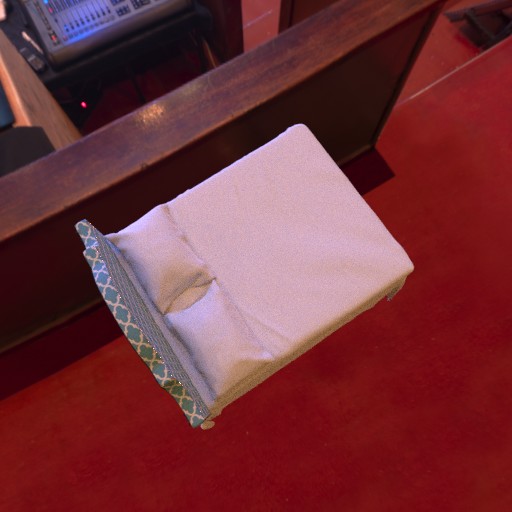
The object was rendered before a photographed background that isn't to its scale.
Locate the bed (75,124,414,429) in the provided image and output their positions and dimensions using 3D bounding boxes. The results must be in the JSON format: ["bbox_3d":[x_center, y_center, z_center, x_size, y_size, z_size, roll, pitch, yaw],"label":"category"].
[{"bbox_3d":[0.000,0.000,3.428,2.222,1.633,1.780,-33,78,-8],"label":"bed"}]
